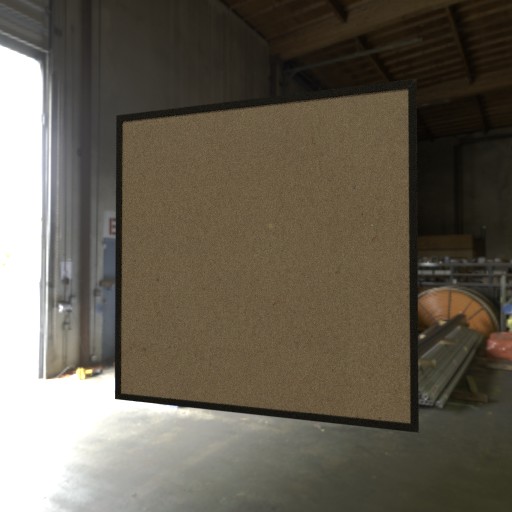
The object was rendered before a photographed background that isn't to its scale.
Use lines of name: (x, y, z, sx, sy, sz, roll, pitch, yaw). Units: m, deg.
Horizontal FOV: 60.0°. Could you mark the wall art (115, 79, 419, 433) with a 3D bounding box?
wall art: (0.000, 0.000, 0.447, 0.305, 0.305, 0.038, 0, -1, 18)
